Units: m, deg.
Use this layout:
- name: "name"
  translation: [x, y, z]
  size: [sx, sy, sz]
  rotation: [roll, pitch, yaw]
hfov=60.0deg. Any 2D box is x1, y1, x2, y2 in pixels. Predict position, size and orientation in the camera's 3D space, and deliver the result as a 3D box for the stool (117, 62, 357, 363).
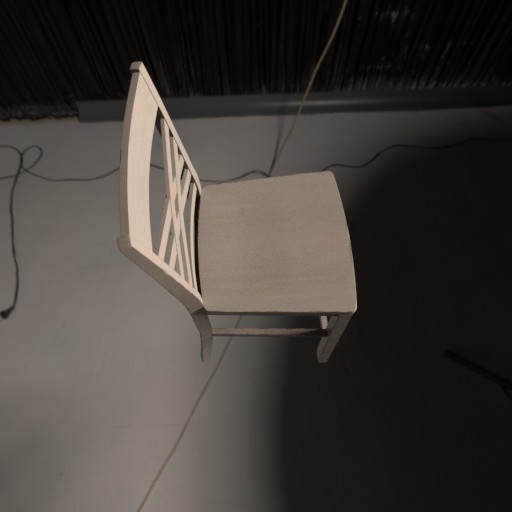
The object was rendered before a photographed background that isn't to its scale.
- name: "stool"
  translation: [0.000, 0.000, 1.359]
  size: [0.539, 1.079, 0.462]
  rotation: [-4, 64, -2]
